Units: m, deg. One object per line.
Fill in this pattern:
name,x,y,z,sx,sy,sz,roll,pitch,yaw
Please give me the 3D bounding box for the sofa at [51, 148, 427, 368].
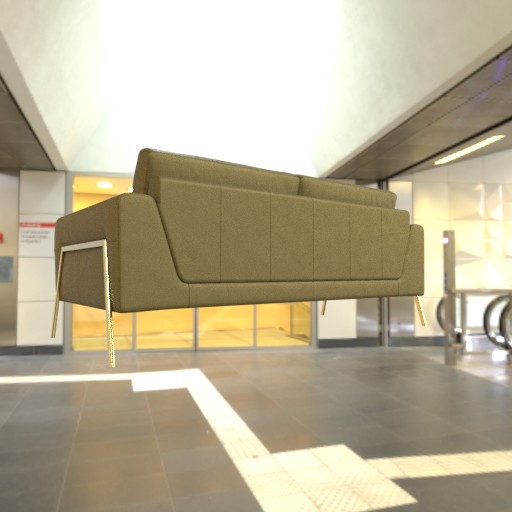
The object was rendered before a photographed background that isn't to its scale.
sofa,0.000,0.000,2.589,2.017,0.875,0.953,2,-3,-37
